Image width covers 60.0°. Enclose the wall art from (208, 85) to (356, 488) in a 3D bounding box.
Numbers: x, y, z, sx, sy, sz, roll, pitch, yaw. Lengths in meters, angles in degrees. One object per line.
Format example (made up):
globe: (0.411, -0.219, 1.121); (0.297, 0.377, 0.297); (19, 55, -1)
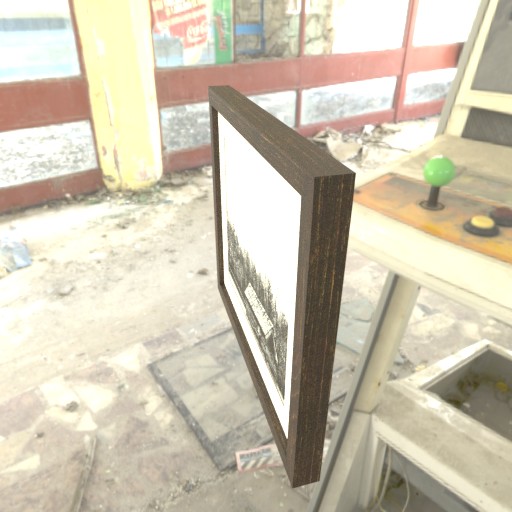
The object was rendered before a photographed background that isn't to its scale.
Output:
wall art: (0.000, 0.000, 0.532); (0.031, 0.330, 0.381); (-8, 31, -14)
